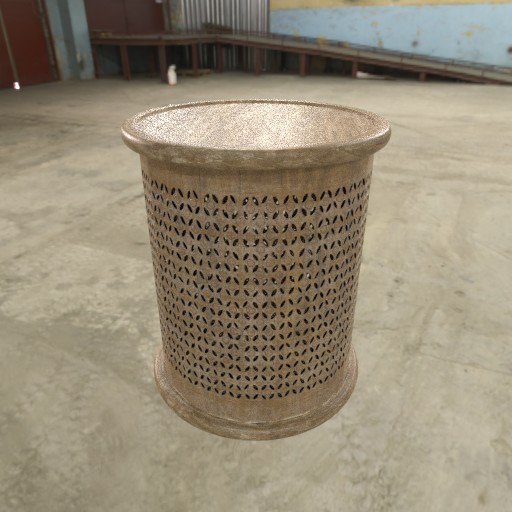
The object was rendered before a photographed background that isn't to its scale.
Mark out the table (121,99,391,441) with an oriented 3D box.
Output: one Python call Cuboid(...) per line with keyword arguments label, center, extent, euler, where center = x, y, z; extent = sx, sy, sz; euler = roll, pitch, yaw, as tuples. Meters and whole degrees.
Cuboid(label="table", center=(0.000, 0.000, 0.796), extent=(0.407, 0.482, 0.407), euler=(0, 27, 0))
